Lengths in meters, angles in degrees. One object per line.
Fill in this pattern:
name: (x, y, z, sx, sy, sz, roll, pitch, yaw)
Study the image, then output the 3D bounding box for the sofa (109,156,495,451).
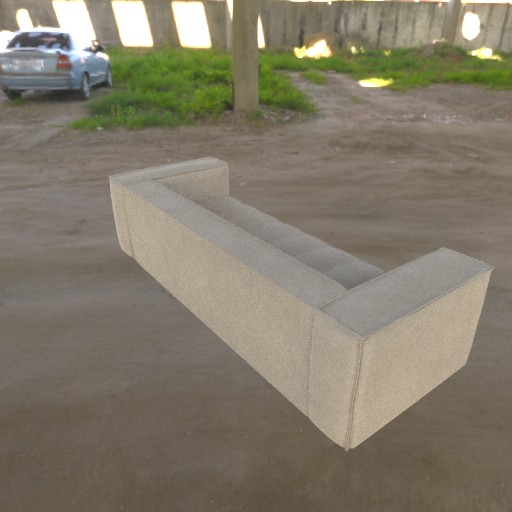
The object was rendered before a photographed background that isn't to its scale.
sofa: (0.000, 0.000, 3.025, 1.038, 0.680, 2.697, -19, 33, -32)
